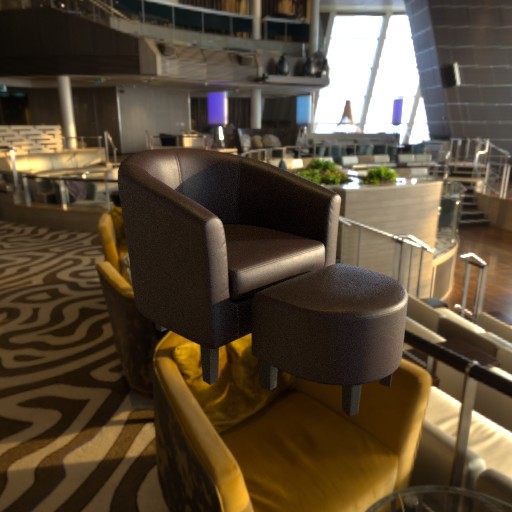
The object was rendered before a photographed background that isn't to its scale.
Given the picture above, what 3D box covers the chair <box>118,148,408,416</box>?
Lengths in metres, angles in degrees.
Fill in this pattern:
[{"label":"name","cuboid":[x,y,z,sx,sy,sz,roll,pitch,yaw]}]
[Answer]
[{"label":"chair","cuboid":[0.000,0.000,1.680,1.176,0.755,0.737,16,22,42]}]
